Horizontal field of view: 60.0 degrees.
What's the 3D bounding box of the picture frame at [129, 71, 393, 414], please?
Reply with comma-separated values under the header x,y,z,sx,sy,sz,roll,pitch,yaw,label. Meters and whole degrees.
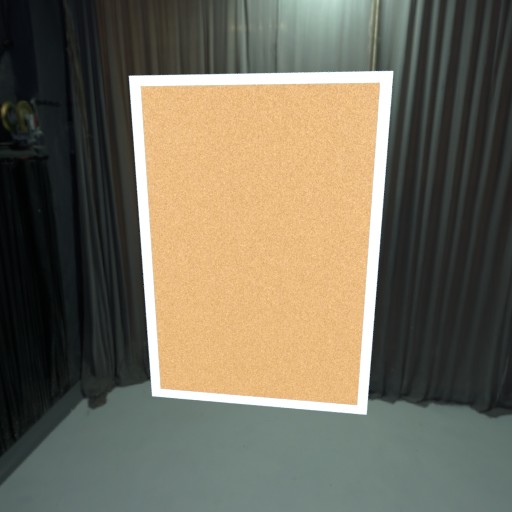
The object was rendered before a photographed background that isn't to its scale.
x,y,z,sx,sy,sz,roll,pitch,yaw,label
0.000,0.000,1.228,0.659,0.940,0.013,2,16,8,picture frame
